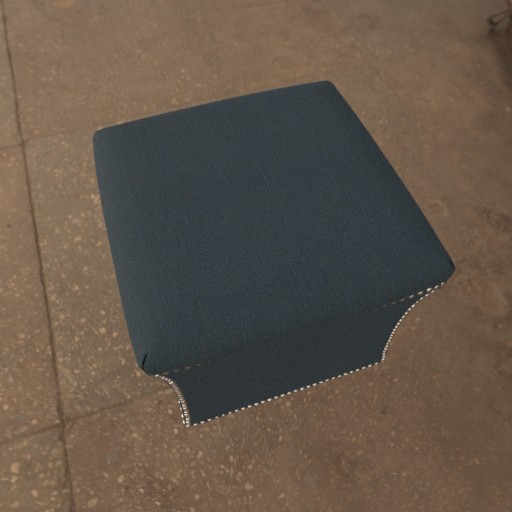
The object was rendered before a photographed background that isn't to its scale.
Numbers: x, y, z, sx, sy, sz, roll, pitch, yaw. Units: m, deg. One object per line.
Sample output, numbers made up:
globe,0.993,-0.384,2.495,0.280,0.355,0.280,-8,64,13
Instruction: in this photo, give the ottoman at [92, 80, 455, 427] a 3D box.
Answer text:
ottoman,0.000,0.000,0.915,0.507,0.475,0.497,-16,59,-10
